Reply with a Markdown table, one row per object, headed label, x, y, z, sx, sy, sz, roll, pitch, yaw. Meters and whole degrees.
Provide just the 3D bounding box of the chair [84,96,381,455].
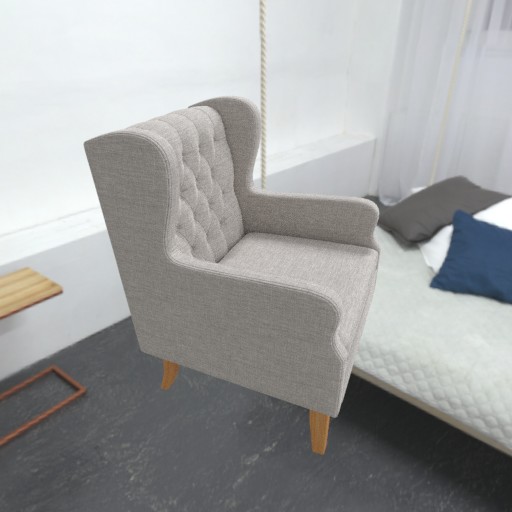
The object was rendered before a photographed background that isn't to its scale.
| label | x | y | z | sx | sy | sz | roll | pitch | yaw |
| --- | --- | --- | --- | --- | --- | --- | --- | --- | --- |
| chair | 0.000 | 0.000 | 1.508 | 0.760 | 0.930 | 0.710 | 11 | 30 | 19 |
